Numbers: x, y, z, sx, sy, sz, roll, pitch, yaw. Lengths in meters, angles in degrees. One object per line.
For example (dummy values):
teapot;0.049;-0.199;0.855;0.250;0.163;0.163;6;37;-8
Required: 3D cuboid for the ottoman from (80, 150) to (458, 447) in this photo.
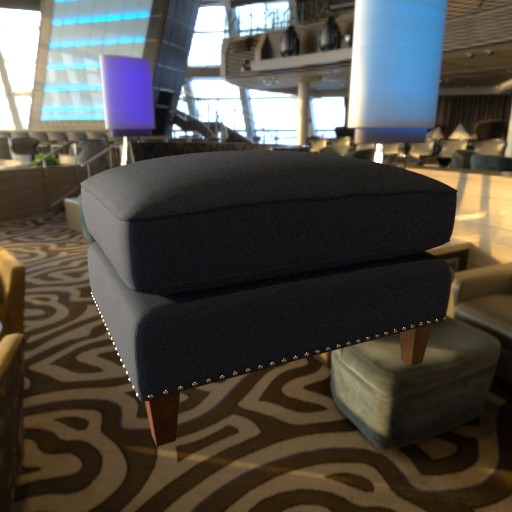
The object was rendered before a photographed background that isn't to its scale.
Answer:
ottoman;0.000;0.000;1.109;0.741;0.513;0.584;-8;18;-26
